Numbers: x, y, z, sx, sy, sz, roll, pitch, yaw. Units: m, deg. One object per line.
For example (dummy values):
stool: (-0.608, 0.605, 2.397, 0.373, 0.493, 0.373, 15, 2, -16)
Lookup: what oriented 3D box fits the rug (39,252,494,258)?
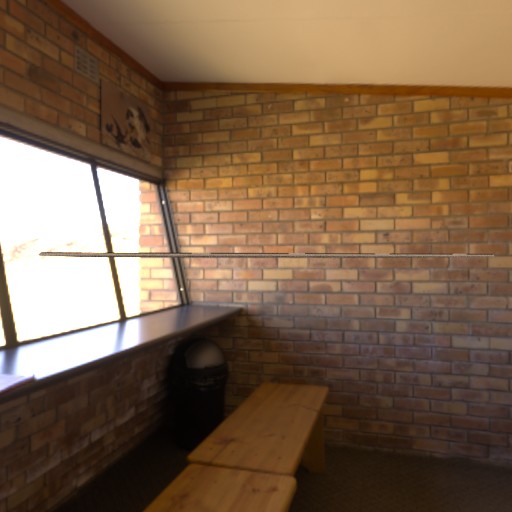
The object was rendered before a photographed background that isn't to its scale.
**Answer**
rug: (0.000, 0.000, 2.872, 2.286, 0.016, 1.555, 0, 0, -16)
